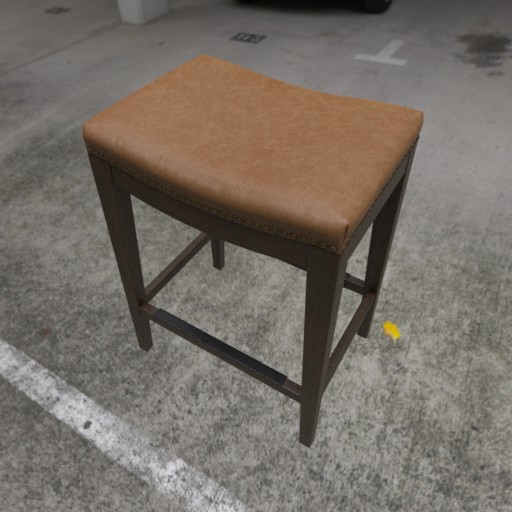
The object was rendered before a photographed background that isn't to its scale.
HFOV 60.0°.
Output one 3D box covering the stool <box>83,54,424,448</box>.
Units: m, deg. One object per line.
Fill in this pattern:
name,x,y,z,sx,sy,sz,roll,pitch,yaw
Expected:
stool,0.000,0.000,0.952,0.500,0.660,0.361,24,51,21
